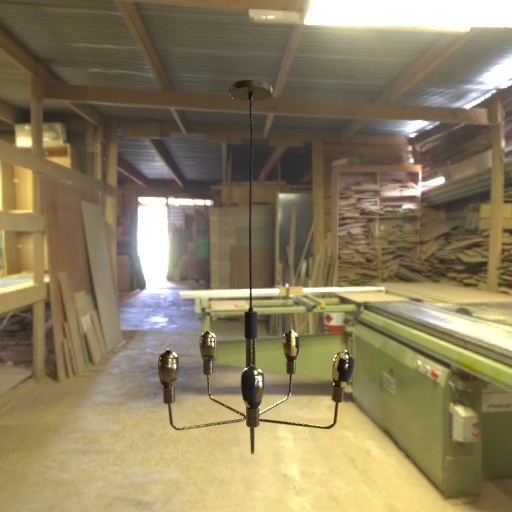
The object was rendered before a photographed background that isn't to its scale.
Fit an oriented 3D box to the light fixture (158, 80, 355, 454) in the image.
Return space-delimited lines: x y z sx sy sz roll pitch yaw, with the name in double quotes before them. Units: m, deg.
"light fixture" 0.000 0.000 1.383 0.588 1.059 0.532 0 1 -2
